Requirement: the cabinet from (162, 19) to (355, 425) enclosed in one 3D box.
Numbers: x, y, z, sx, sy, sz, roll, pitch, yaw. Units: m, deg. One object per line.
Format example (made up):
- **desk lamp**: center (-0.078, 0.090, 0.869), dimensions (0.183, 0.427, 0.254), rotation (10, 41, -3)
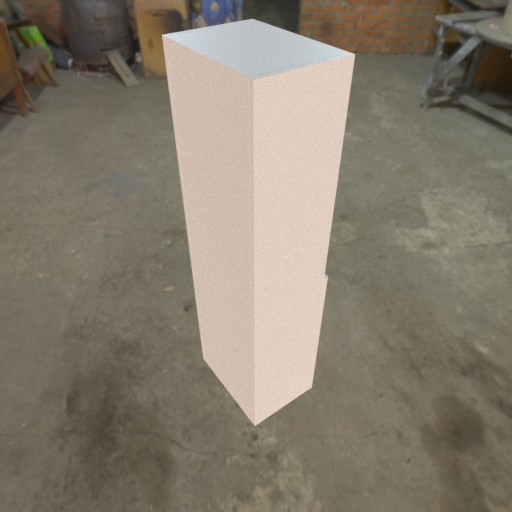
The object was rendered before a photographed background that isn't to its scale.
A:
- **cabinet**: center (0.000, 0.000, 1.507), dimensions (0.300, 1.350, 0.400), rotation (-25, 47, -26)
